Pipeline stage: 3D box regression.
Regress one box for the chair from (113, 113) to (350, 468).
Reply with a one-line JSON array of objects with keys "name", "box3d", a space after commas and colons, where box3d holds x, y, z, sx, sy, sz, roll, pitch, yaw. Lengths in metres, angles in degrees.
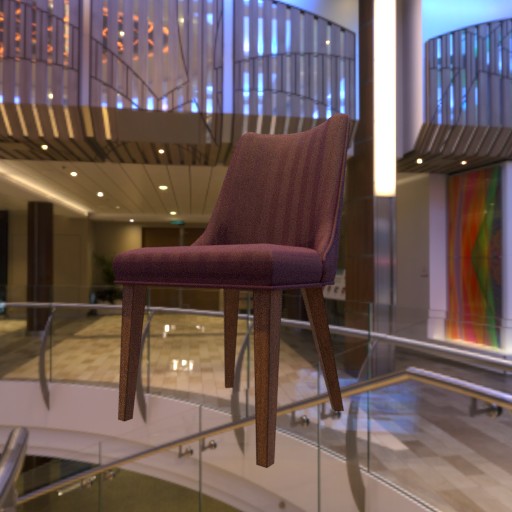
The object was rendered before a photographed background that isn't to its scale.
[{"name": "chair", "box3d": [0.000, 0.000, 1.347, 0.548, 0.916, 0.638, -1, -1, 36]}]
